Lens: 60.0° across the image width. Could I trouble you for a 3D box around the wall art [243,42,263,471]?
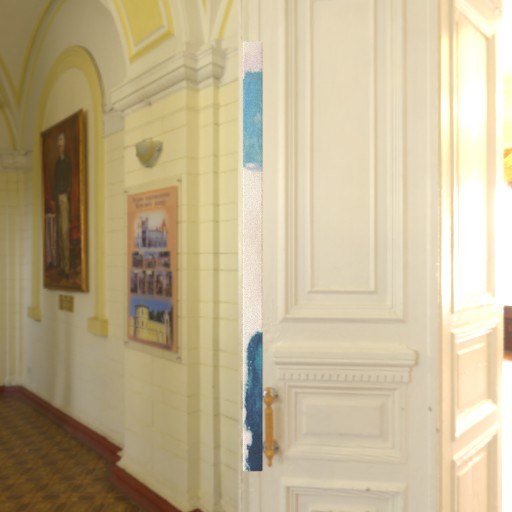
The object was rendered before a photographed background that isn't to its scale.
[{"bbox_3d":[0.000,0.000,1.244,0.037,0.814,0.814,0,0,1],"label":"wall art"}]
